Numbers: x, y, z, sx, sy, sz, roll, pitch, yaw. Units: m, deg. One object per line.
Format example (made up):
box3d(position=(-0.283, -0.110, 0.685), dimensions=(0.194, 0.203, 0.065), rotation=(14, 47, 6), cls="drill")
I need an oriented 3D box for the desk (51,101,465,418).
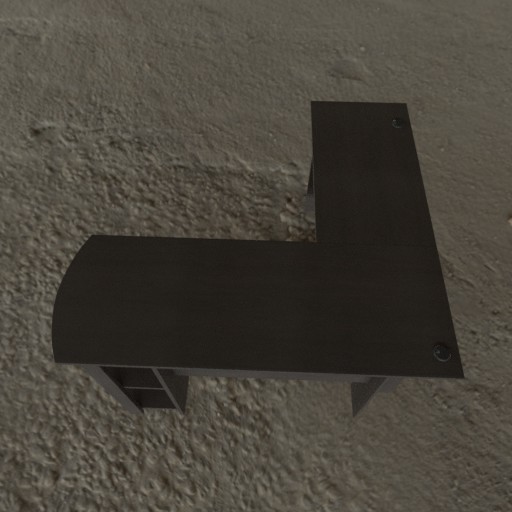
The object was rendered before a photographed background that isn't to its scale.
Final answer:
box3d(position=(0.000, 0.000, 2.049), dimensions=(1.361, 0.716, 1.303), rotation=(2, 58, 1), cls="desk")
